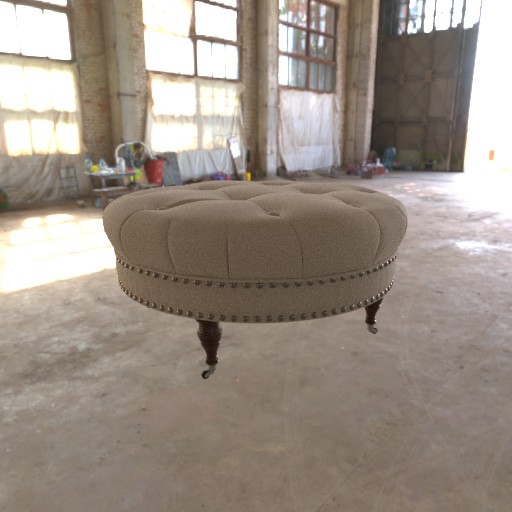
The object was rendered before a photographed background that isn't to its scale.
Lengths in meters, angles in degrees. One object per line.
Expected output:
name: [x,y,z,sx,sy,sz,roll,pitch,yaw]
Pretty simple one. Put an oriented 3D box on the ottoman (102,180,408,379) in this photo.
ottoman: [0.000,0.000,1.408,0.901,0.439,0.901,0,15,0]
